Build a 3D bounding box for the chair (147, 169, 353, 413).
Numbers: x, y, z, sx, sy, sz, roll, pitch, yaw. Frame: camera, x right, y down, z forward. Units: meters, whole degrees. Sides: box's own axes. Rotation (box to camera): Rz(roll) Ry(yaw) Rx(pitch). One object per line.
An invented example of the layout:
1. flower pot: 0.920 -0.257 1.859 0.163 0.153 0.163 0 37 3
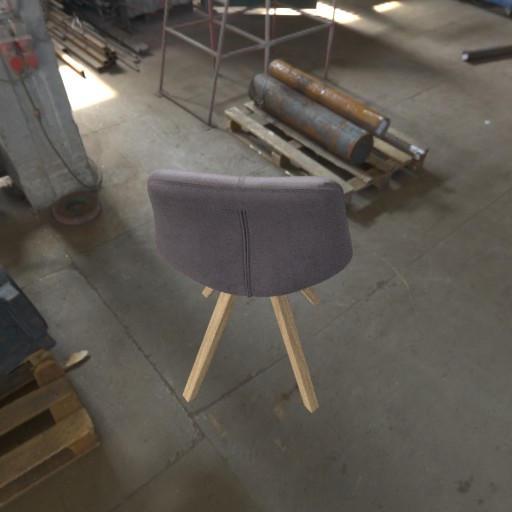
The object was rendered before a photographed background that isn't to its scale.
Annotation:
1. chair: 0.000 0.000 1.186 0.483 0.865 0.547 4 45 4
